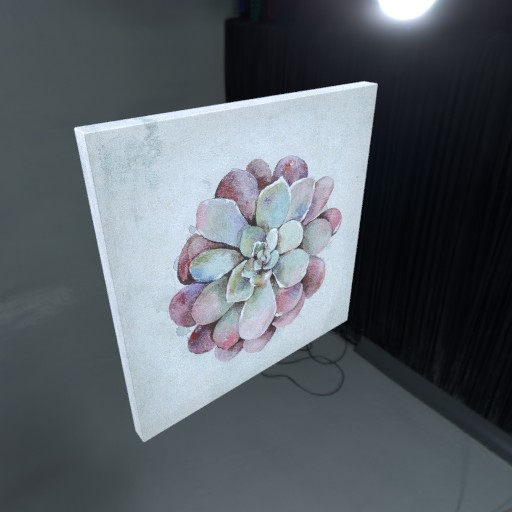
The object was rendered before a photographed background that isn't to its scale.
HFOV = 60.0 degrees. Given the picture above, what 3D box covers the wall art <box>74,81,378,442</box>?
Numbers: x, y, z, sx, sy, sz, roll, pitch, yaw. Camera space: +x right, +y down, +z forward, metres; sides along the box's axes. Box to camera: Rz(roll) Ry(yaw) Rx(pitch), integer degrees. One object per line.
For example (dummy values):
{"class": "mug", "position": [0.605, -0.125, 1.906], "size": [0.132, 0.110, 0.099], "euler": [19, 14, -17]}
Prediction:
{"class": "wall art", "position": [0.000, 0.000, 0.899], "size": [0.605, 0.605, 0.044], "euler": [-22, 37, -33]}
